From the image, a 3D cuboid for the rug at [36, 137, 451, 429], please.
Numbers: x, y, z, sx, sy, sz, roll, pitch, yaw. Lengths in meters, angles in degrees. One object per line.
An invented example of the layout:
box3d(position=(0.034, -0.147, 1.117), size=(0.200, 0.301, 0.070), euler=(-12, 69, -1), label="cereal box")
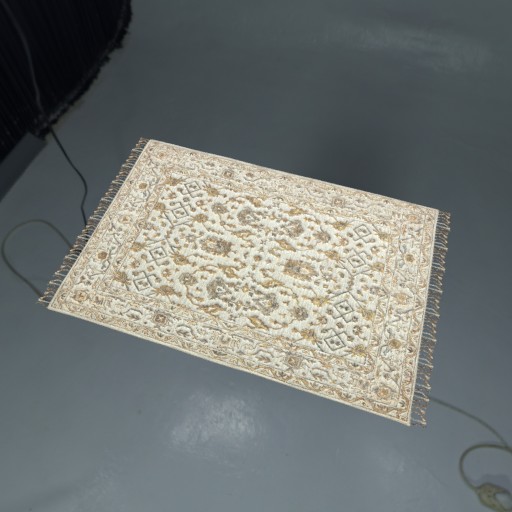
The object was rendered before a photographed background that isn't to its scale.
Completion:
box3d(position=(0.000, 0.000, 2.960), size=(2.434, 0.027, 1.529), euler=(16, 61, 9), label="rug")
